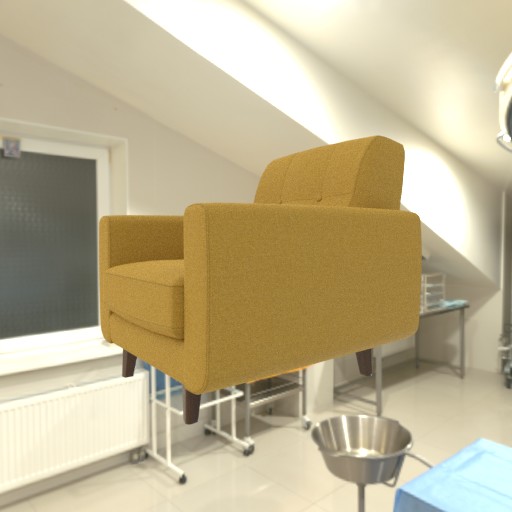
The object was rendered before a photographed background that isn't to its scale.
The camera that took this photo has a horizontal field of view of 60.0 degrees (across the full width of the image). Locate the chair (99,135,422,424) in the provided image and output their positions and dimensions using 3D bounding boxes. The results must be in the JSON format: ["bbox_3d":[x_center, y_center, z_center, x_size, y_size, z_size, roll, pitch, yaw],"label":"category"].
[{"bbox_3d":[0.000,0.000,1.570,0.909,0.841,0.831,-2,3,-36],"label":"chair"}]
